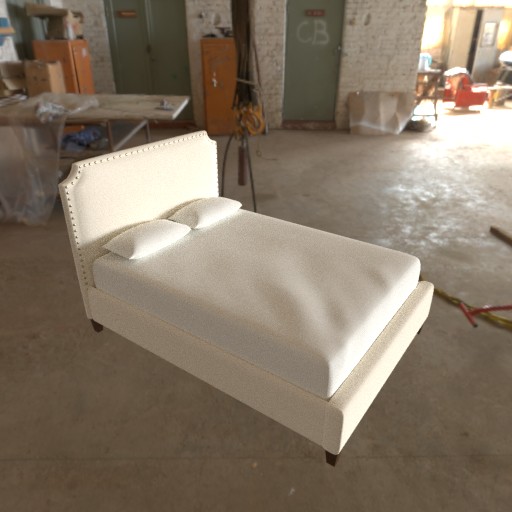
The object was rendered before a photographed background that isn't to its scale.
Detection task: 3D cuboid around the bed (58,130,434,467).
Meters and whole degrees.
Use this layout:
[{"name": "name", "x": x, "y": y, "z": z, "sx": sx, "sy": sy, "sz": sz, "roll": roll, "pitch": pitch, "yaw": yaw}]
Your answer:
[{"name": "bed", "x": 0.000, "y": 0.000, "z": 3.477, "sx": 2.365, "sy": 1.443, "sz": 1.712, "roll": 18, "pitch": 32, "yaw": 31}]
